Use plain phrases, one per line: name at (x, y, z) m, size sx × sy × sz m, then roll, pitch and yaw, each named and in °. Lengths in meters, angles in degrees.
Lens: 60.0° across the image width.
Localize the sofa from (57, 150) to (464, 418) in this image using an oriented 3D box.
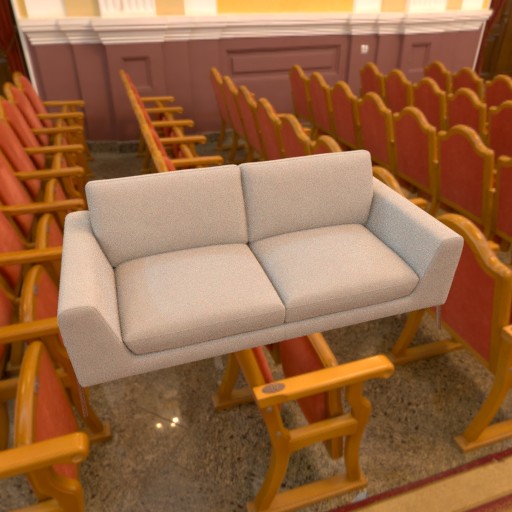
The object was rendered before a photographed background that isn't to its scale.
sofa at (0.000, 0.000, 2.507) m, size 2.017 × 0.875 × 0.953 m, roll -10°, pitch 33°, yaw -15°
